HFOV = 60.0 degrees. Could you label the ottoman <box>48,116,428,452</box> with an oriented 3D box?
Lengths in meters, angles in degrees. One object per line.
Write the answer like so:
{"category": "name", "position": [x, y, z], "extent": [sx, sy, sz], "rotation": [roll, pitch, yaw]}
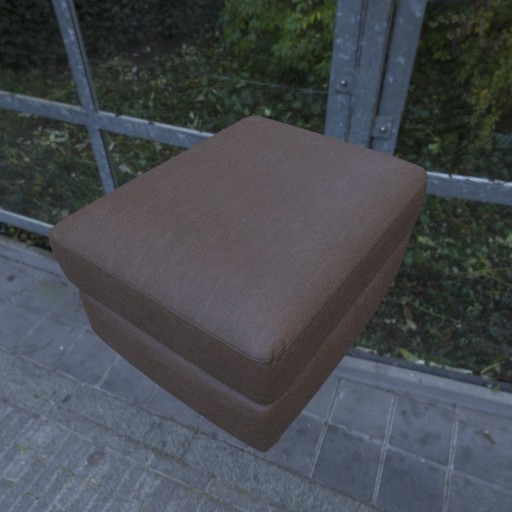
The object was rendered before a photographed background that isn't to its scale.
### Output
{"category": "ottoman", "position": [0.000, 0.000, 1.193], "extent": [0.635, 0.508, 0.787], "rotation": [26, 47, 27]}
